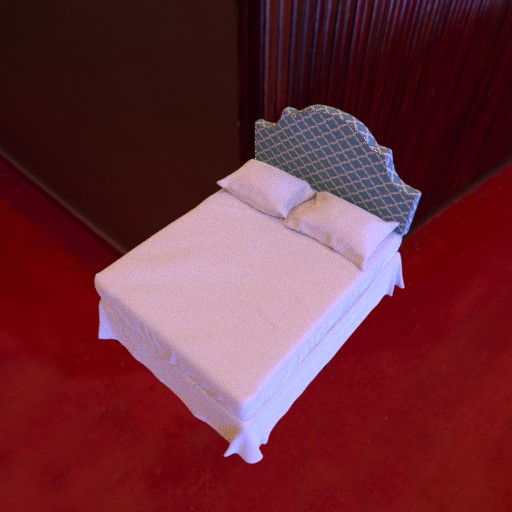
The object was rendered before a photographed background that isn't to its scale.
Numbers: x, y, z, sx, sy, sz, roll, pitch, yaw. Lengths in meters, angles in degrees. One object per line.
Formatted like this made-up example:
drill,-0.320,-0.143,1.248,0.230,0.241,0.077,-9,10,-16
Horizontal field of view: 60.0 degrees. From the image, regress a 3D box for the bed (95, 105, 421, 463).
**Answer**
bed,0.000,0.000,3.435,1.780,1.633,2.222,33,55,26
